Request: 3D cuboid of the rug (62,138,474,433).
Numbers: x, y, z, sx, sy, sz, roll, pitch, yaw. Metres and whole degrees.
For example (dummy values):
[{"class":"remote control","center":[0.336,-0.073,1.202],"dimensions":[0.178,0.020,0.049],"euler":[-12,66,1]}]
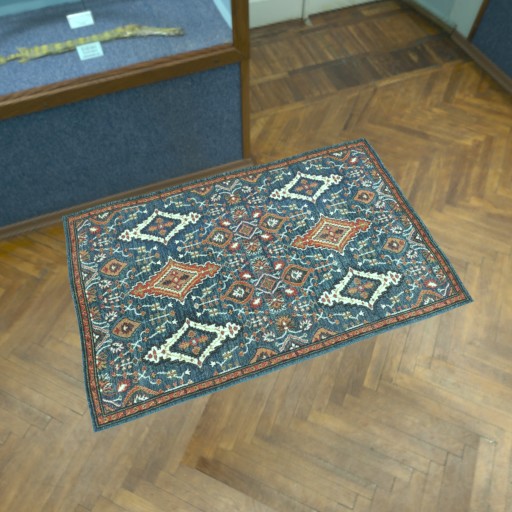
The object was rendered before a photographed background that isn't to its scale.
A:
[{"class":"rug","center":[0.000,0.000,2.284],"dimensions":[1.847,0.014,1.195],"euler":[-16,60,-10]}]
